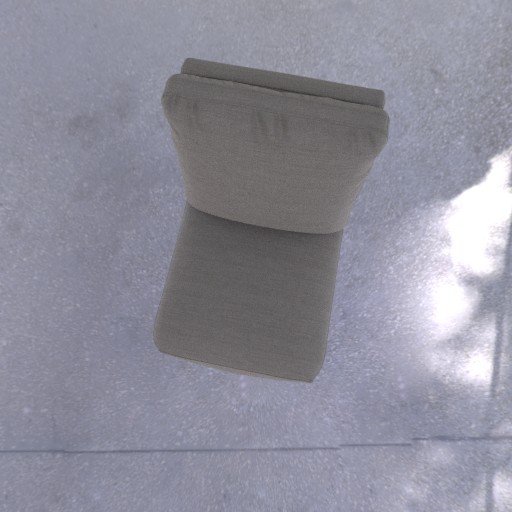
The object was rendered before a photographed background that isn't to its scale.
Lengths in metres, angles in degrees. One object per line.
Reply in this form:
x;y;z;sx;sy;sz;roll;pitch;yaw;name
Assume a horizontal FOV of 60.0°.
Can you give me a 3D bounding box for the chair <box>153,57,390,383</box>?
0.000;0.000;1.318;0.503;0.927;0.698;11;76;3;chair
